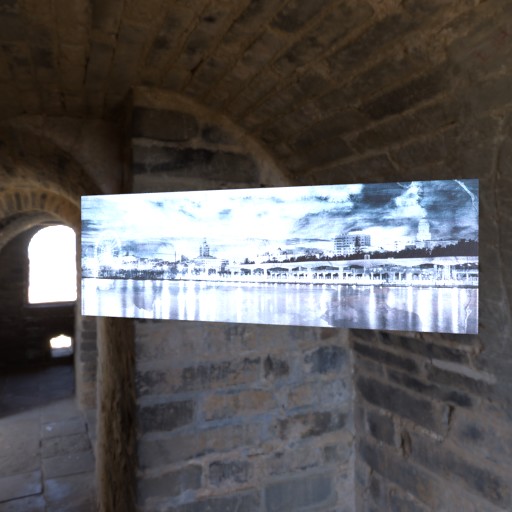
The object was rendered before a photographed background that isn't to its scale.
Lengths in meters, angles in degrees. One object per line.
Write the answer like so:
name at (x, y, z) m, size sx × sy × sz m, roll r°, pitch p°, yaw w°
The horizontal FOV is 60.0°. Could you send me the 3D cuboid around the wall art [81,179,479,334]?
wall art at (0.000, 0.000, 0.842) m, size 0.759 × 0.251 × 0.037 m, roll 0°, pitch 0°, yaw 17°
